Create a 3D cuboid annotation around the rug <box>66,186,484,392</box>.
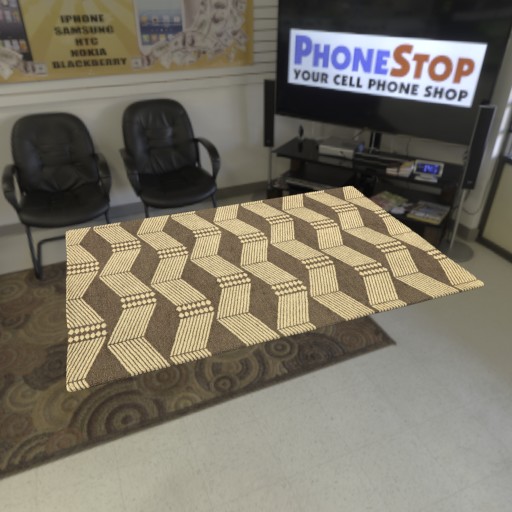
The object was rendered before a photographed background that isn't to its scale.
[{"bbox_3d":[0.000,0.000,2.276,1.833,0.016,1.210,-11,34,-17],"label":"rug"}]
